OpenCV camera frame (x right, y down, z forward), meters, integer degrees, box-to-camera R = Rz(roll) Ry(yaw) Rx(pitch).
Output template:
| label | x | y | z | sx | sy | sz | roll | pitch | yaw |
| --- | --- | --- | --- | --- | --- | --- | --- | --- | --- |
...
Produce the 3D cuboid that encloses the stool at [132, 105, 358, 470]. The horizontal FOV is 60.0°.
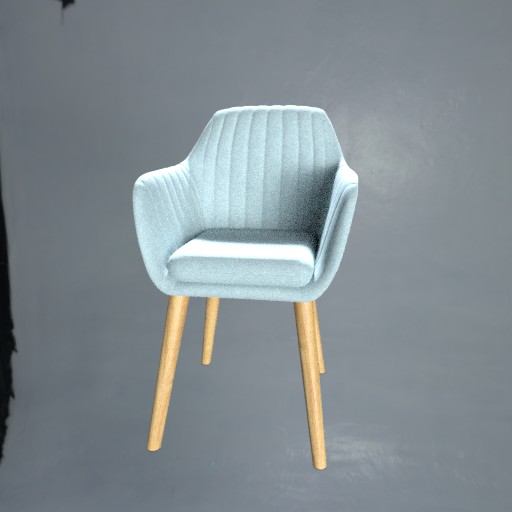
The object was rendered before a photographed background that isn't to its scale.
| label | x | y | z | sx | sy | sz | roll | pitch | yaw |
| --- | --- | --- | --- | --- | --- | --- | --- | --- | --- |
| stool | 0.000 | 0.000 | 1.205 | 0.503 | 0.830 | 0.590 | 2 | 13 | 9 |
